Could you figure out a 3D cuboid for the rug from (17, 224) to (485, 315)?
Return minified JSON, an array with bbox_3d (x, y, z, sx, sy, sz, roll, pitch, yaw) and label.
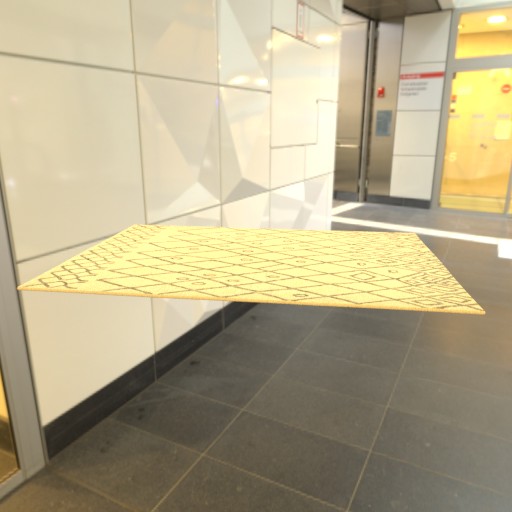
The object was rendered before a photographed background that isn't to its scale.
[{"bbox_3d":[0.000,0.000,2.286,1.828,0.015,1.222,2,17,8],"label":"rug"}]
